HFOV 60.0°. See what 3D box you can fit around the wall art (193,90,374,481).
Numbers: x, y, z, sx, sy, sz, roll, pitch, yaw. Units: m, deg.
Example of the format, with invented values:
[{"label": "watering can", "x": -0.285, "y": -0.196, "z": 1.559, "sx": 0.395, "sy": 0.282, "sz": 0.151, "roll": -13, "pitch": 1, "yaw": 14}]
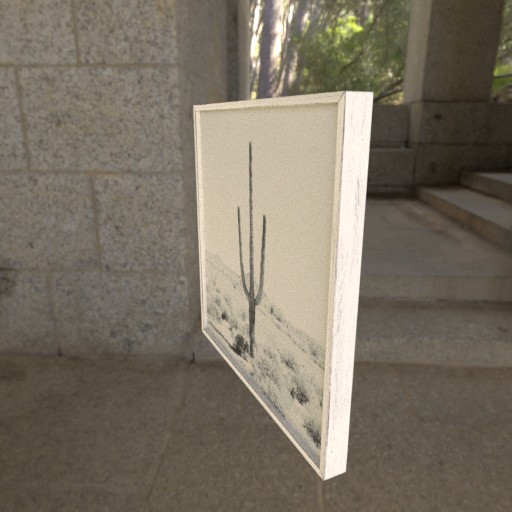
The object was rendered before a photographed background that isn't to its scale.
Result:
[{"label": "wall art", "x": 0.000, "y": 0.000, "z": 0.767, "sx": 0.038, "sy": 0.508, "sz": 0.508, "roll": -8, "pitch": 19, "yaw": -25}]
